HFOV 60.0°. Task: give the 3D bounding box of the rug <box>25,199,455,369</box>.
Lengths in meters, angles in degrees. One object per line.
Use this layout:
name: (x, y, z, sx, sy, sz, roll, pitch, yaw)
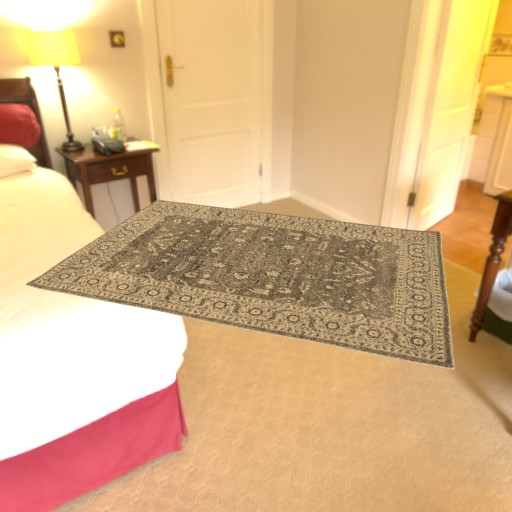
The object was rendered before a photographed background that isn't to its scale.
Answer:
rug: (0.000, 0.000, 2.274, 1.828, 0.019, 1.209, 8, 28, 16)
